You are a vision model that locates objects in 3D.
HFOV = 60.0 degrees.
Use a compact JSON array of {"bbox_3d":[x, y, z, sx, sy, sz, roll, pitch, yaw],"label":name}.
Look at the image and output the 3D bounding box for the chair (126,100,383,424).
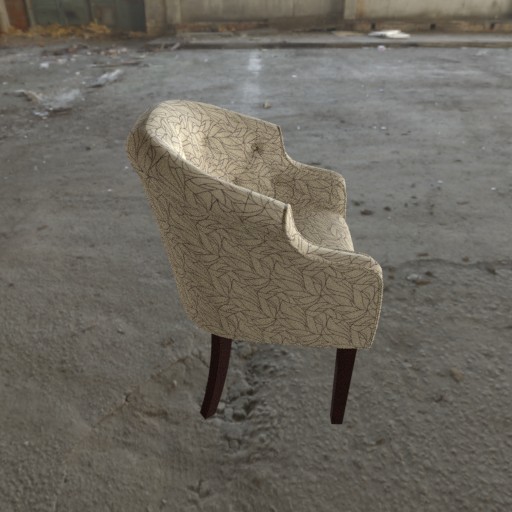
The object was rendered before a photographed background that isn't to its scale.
[{"bbox_3d":[0.000,0.000,1.328,0.613,0.858,0.686,0,31,1],"label":"chair"}]
